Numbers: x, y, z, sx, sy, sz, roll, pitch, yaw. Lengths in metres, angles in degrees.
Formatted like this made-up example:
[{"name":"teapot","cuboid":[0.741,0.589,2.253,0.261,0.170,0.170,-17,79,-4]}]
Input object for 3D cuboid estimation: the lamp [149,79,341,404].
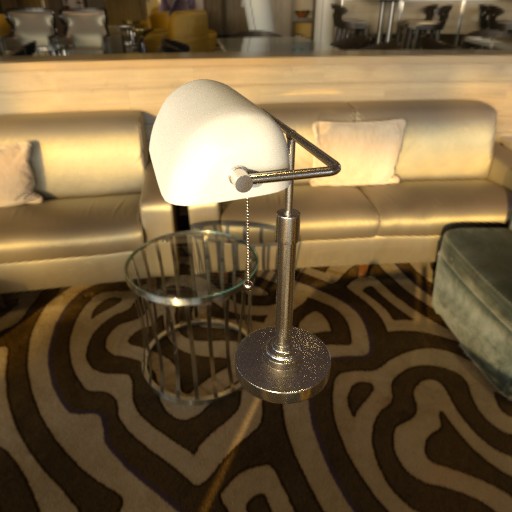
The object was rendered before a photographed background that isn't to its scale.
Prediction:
[{"name":"lamp","cuboid":[0.000,0.000,0.563,0.227,0.404,0.269,-8,31,-14]}]
